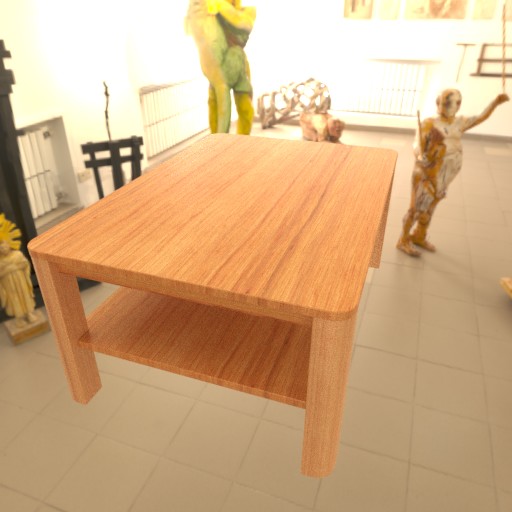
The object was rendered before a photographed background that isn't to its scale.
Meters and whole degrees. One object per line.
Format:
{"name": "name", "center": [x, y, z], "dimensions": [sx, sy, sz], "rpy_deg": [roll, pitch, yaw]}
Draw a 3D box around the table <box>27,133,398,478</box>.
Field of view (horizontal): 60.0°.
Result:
{"name": "table", "center": [0.000, 0.000, 1.338], "dimensions": [0.696, 0.445, 0.997], "rpy_deg": [10, 31, 17]}
